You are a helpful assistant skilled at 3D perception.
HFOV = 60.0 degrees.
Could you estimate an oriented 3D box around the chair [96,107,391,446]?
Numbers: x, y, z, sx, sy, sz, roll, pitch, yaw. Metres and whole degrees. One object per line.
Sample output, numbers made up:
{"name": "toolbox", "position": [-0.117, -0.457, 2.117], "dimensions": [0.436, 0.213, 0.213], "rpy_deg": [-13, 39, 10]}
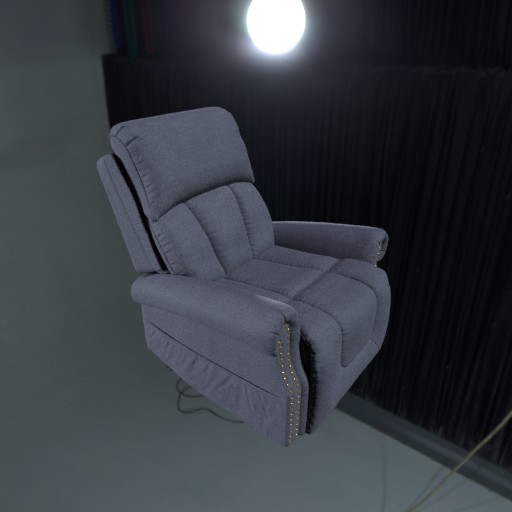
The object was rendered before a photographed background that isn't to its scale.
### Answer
{"name": "chair", "position": [0.000, 0.000, 1.776], "dimensions": [0.979, 1.031, 0.871], "rpy_deg": [18, 32, 32]}
